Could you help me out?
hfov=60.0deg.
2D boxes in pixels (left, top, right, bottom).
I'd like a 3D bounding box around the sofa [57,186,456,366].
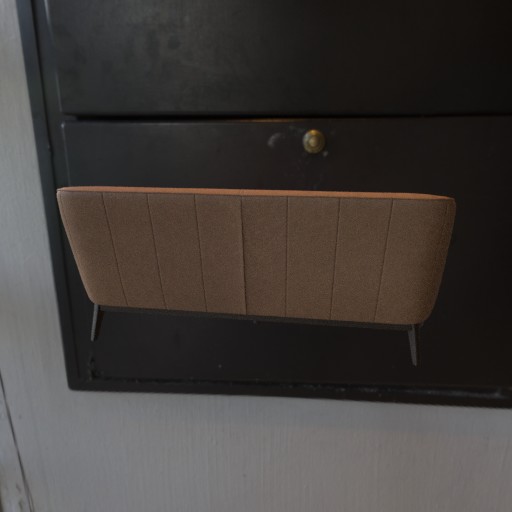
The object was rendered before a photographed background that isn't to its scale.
[{"bbox_3d":[0.000,0.000,2.406,1.928,0.830,0.869,3,17,8],"label":"sofa"}]
